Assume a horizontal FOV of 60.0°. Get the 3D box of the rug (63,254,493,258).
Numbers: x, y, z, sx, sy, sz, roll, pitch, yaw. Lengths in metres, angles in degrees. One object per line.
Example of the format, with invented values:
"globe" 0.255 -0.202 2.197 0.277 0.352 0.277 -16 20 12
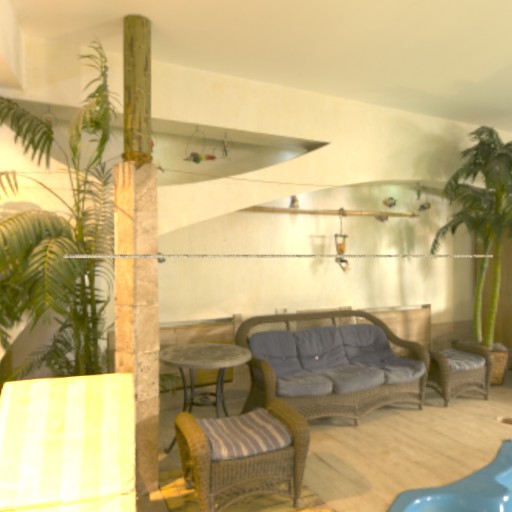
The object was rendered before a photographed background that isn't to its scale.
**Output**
"rug" 0.000 0.000 4.077 3.038 0.019 2.420 0 0 -18
